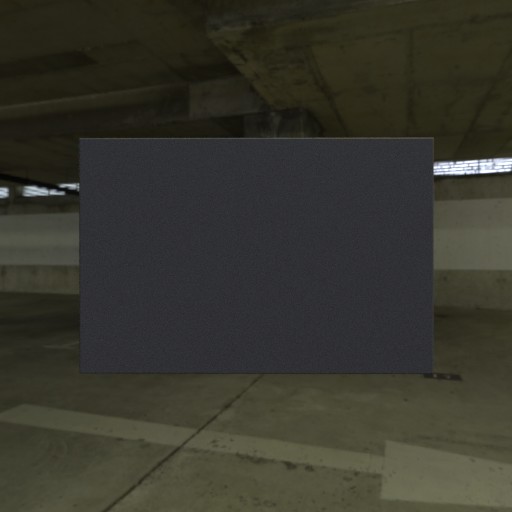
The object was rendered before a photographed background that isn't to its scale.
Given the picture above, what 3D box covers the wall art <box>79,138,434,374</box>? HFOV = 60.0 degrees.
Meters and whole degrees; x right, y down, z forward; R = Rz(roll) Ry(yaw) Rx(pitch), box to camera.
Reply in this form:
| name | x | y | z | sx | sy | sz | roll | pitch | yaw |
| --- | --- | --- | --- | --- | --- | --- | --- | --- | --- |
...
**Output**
| name | x | y | z | sx | sy | sz | roll | pitch | yaw |
| --- | --- | --- | --- | --- | --- | --- | --- | --- | --- |
| wall art | 0.000 | 0.000 | 1.154 | 0.908 | 0.604 | 0.037 | 0 | 0 | 0 |
